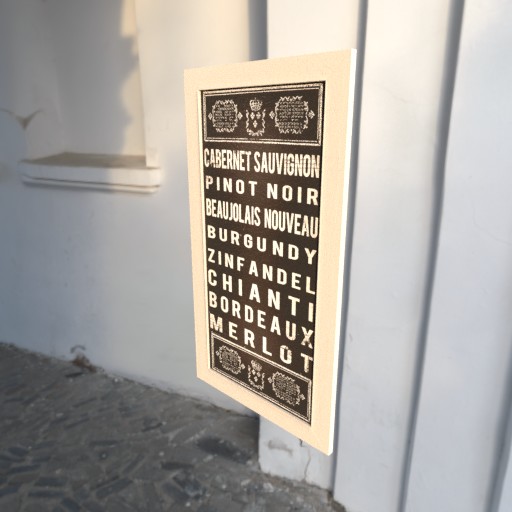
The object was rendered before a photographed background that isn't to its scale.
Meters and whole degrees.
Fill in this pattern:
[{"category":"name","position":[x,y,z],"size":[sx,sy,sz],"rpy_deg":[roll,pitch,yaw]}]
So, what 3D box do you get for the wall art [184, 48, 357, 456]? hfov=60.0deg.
[{"category":"wall art","position":[0.000,0.000,0.843],"size":[0.380,0.683,0.013],"rpy_deg":[16,23,42]}]
